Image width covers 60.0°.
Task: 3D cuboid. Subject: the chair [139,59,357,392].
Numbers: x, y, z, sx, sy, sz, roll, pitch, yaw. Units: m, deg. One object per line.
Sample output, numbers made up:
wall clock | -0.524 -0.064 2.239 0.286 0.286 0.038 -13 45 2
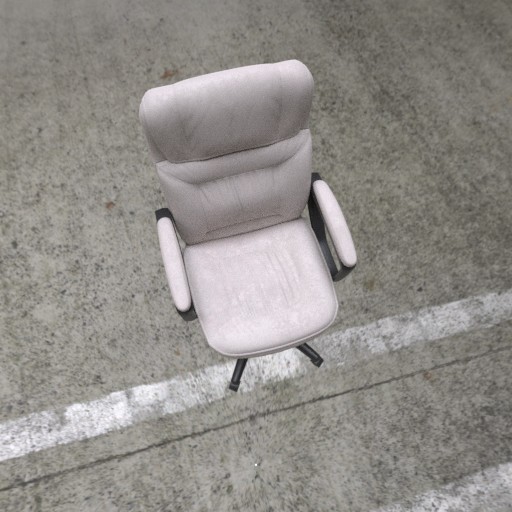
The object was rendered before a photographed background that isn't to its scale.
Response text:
chair | 0.000 0.000 1.601 0.667 1.105 0.724 -14 66 -7
